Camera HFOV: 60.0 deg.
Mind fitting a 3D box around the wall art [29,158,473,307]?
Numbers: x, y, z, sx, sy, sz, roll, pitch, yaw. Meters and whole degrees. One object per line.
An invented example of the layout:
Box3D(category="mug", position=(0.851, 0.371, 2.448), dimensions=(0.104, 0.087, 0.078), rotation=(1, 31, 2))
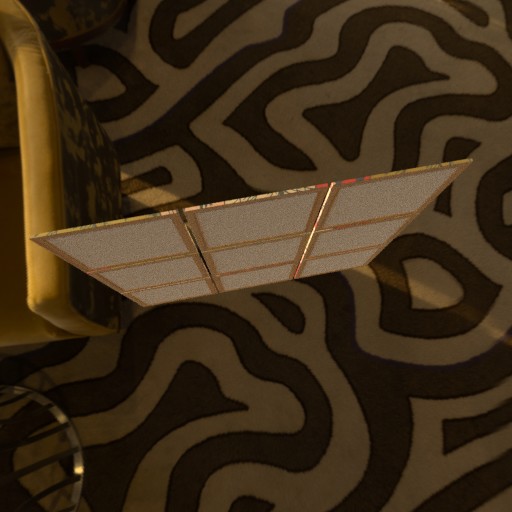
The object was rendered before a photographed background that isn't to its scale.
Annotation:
Box3D(category="wall art", position=(0.000, 0.000, 2.232), dimensions=(1.519, 1.534, 0.013), rotation=(-10, 75, -3))
